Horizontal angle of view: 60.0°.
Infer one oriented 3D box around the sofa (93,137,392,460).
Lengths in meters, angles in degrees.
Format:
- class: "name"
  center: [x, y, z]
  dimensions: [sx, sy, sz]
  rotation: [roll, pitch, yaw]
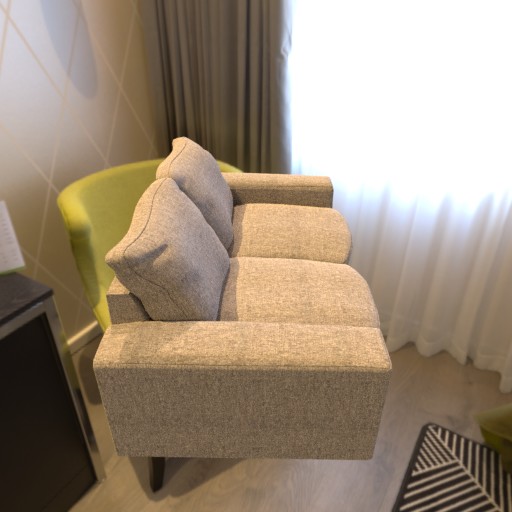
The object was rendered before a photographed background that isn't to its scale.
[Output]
- class: "sofa"
  center: [0.000, 0.000, 2.300]
  dimensions: [1.094, 0.877, 1.758]
  rotation: [1, 32, 1]
